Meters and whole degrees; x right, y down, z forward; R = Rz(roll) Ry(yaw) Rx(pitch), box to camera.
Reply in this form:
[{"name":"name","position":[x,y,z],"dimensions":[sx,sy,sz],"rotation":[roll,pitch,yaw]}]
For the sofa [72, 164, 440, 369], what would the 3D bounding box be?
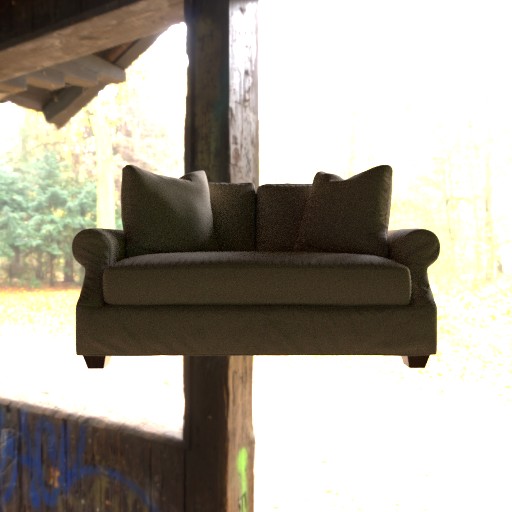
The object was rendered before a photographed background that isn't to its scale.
[{"name":"sofa","position":[0.000,0.000,2.236],"dimensions":[1.550,0.905,1.070],"rotation":[0,0,0]}]
